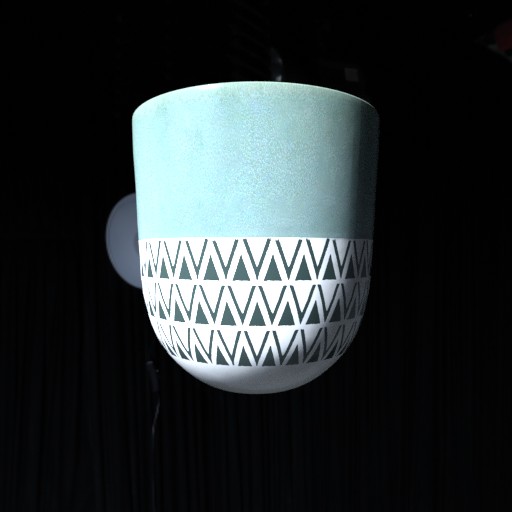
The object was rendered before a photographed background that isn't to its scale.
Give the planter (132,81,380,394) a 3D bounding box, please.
[{"bbox_3d":[0.000,0.000,0.369,0.198,0.214,0.198,0,0,0],"label":"planter"}]
